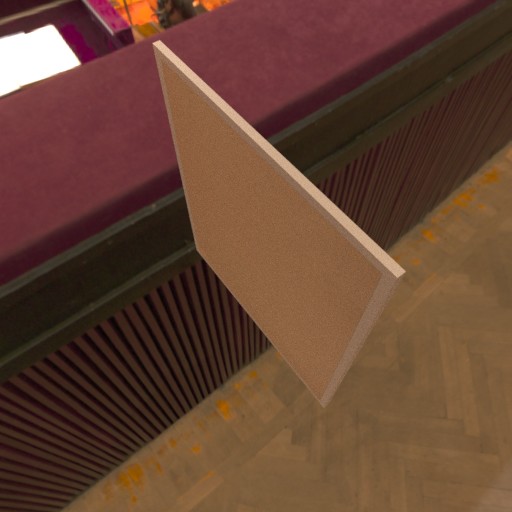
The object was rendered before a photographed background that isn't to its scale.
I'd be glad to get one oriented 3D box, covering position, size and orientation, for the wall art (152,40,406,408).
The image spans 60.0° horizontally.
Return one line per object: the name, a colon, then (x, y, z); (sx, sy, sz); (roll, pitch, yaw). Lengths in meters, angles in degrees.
wall art: (0.000, 0.000, 0.777); (0.012, 0.557, 0.482); (-33, 64, -18)
